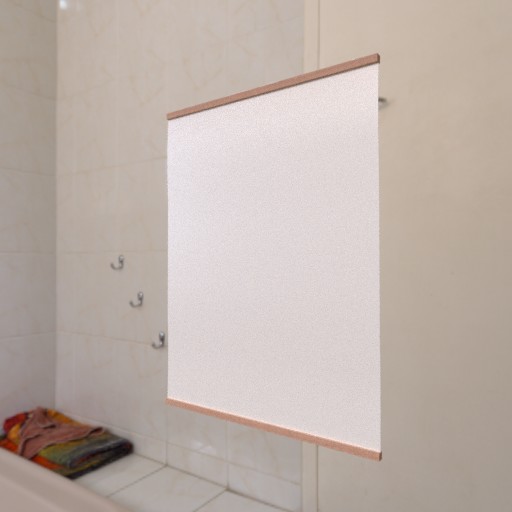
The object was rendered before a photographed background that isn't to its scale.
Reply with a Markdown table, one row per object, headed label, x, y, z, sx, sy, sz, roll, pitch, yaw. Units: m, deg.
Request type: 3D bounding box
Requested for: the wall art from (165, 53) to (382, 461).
| label | x | y | z | sx | sy | sz | roll | pitch | yaw |
| --- | --- | --- | --- | --- | --- | --- | --- | --- | --- |
| wall art | 0.000 | 0.000 | 1.321 | 0.758 | 1.013 | 0.020 | -1 | -1 | 36 |
